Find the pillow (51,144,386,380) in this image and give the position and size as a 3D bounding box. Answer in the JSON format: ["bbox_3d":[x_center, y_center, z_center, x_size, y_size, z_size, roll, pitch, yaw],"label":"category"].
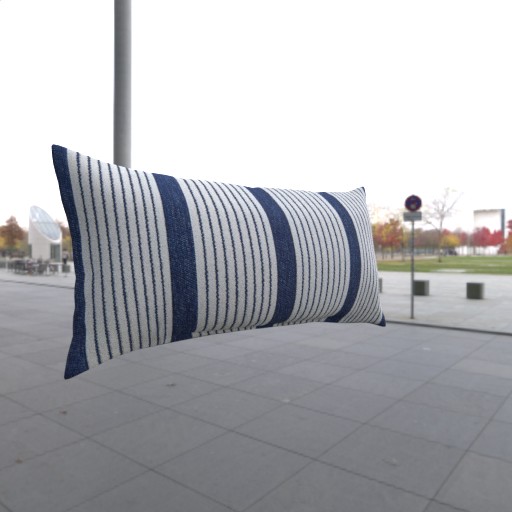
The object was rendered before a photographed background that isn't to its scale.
[{"bbox_3d":[0.000,0.000,0.727,0.608,0.292,0.156,0,1,-36],"label":"pillow"}]
